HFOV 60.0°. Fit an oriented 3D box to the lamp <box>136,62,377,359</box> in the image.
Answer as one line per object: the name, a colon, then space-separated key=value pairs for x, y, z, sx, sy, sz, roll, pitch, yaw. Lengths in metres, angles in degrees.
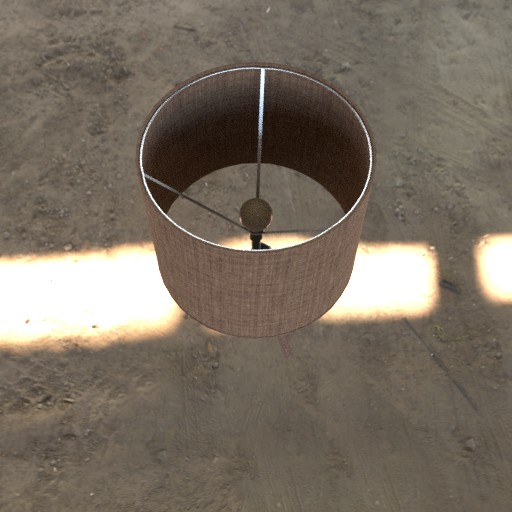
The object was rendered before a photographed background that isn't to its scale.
lamp: x=0.000 y=0.000 z=0.689 sx=0.290 sy=0.514 sz=0.290 roll=0 pitch=64 yaw=0
